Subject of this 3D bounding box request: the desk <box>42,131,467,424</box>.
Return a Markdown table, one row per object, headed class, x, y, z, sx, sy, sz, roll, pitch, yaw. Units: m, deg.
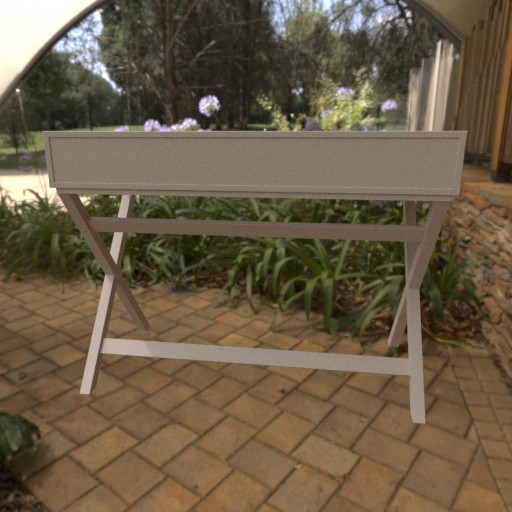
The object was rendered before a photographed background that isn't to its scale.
| class | x | y | z | sx | sy | sz | roll | pitch | yaw |
| --- | --- | --- | --- | --- | --- | --- | --- | --- | --- |
| desk | 0.000 | 0.000 | 1.444 | 1.057 | 0.780 | 0.525 | 2 | 16 | 8 |
